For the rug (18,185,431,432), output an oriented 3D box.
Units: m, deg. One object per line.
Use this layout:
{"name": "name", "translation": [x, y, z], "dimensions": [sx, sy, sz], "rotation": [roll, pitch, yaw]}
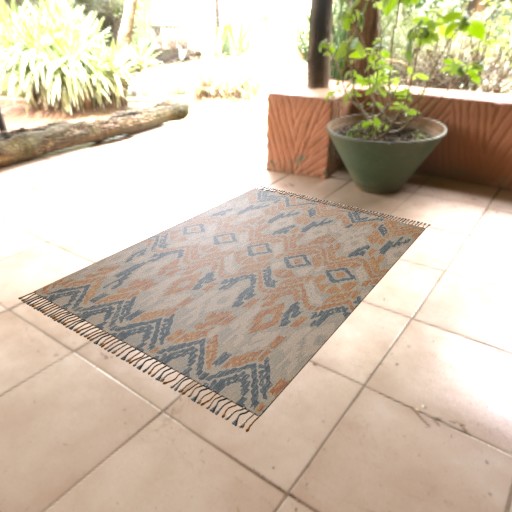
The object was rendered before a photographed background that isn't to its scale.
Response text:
{"name": "rug", "translation": [0.000, 0.000, 2.252], "dimensions": [1.230, 0.008, 1.827], "rotation": [18, 33, 31]}
